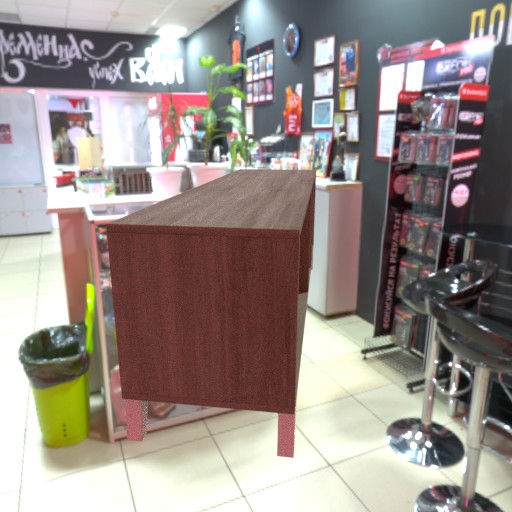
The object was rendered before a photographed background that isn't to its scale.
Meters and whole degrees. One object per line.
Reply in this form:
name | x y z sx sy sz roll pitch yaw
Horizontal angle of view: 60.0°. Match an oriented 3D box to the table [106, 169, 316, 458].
table | 0.000 0.000 1.673 0.400 0.530 1.500 2 16 8
